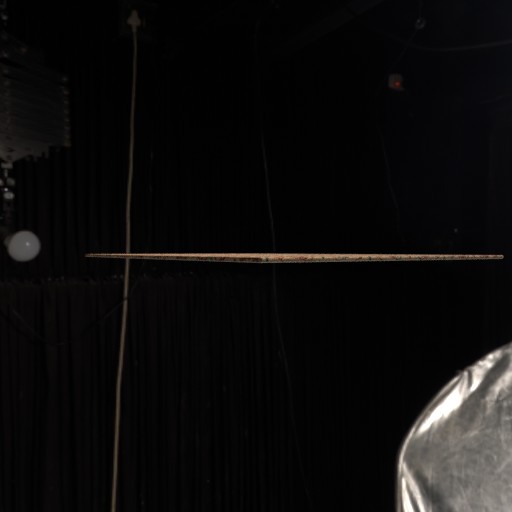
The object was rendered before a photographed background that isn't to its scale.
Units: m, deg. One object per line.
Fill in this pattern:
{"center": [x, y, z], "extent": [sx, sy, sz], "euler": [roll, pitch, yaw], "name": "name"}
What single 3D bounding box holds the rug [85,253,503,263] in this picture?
{"center": [0.000, 0.000, 2.807], "extent": [1.541, 0.018, 2.297], "euler": [0, 1, -34], "name": "rug"}
